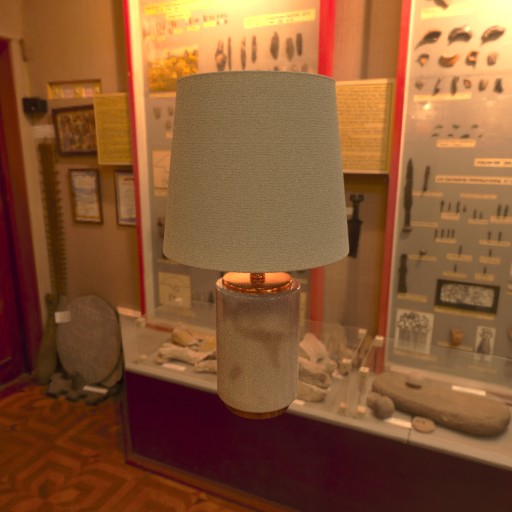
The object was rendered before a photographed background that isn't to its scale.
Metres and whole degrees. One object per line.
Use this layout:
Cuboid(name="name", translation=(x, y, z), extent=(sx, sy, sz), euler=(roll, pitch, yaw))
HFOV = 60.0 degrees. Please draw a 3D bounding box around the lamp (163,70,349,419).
Cuboid(name="lamp", translation=(0.000, 0.000, 0.463), extent=(0.189, 0.340, 0.189), euler=(0, 14, 0))
